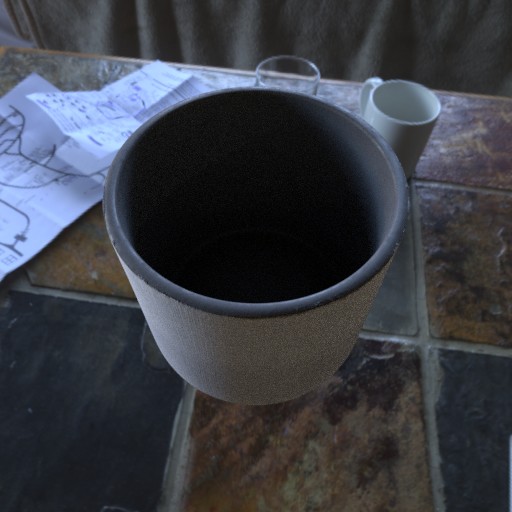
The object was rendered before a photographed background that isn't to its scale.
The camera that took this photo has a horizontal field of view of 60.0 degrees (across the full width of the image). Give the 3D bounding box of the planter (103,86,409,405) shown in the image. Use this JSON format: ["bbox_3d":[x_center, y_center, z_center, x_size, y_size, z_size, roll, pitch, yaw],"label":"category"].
[{"bbox_3d":[0.000,0.000,0.400,0.221,0.201,0.221,0,57,0],"label":"planter"}]
